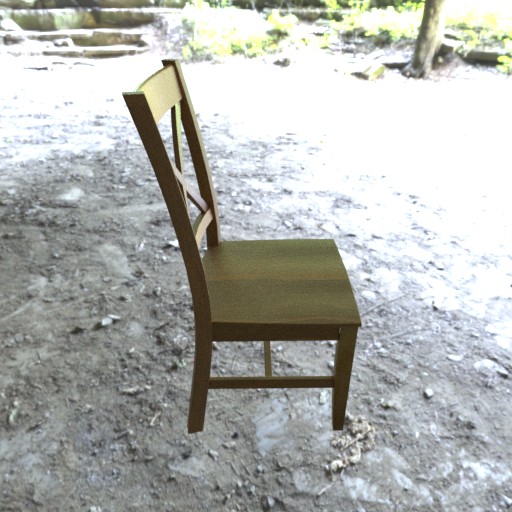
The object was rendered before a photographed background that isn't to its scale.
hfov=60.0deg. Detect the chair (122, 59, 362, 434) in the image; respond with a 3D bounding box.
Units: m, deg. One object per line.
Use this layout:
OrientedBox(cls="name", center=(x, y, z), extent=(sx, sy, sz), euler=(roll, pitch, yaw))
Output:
OrientedBox(cls="chair", center=(0.000, 0.000, 1.272), extent=(0.542, 0.983, 0.485), euler=(0, 31, -1))
